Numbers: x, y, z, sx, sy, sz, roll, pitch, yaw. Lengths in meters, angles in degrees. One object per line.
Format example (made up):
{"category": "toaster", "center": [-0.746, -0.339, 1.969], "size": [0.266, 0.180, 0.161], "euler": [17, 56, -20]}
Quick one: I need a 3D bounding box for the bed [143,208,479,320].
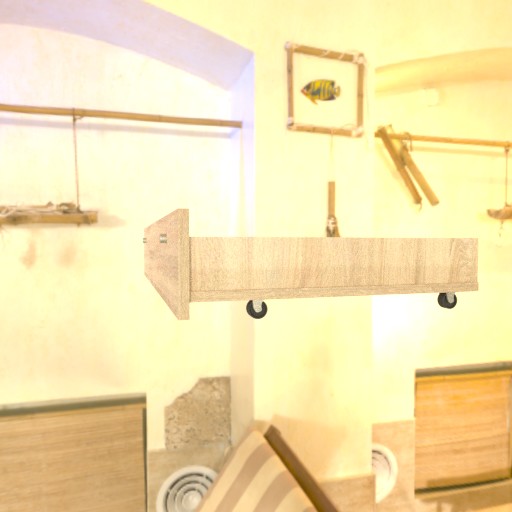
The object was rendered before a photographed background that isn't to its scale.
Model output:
{"category": "bed", "center": [0.000, 0.000, 1.460], "size": [0.685, 0.209, 1.200], "euler": [-1, 2, -17]}
